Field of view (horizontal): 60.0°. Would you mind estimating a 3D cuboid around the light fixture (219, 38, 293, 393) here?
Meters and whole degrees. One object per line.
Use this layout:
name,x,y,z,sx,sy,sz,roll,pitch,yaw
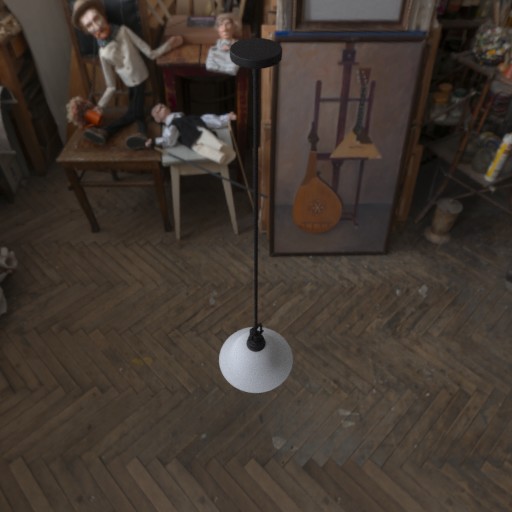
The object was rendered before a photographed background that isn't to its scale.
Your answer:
light fixture,0.000,0.000,1.455,0.324,1.337,0.324,-31,55,-25
